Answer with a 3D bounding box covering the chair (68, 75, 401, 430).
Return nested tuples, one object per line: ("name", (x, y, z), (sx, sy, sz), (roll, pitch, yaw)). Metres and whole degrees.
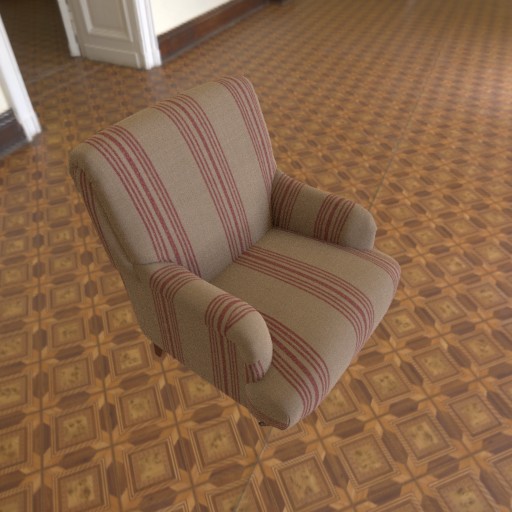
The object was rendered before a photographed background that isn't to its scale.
("chair", (0.000, 0.000, 1.860), (1.058, 1.123, 0.933), (27, 49, 27))
